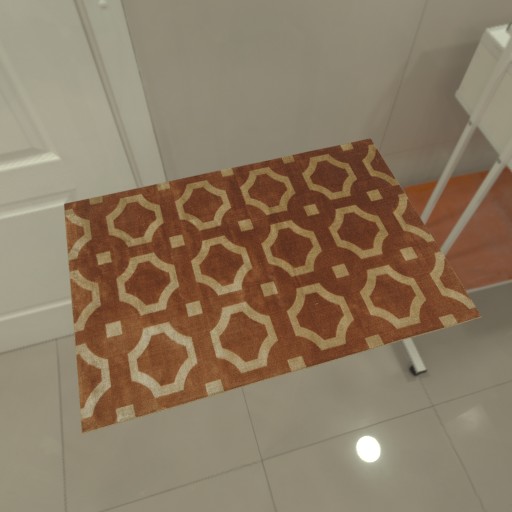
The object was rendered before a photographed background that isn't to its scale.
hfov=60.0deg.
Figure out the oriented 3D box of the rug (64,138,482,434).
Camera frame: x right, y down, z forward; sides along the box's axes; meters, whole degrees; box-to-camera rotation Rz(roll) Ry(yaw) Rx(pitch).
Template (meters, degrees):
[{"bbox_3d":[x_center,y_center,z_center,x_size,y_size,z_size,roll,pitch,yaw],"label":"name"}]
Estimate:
[{"bbox_3d":[0.000,0.000,2.805,2.286,0.016,1.555,-14,58,-9],"label":"rug"}]
